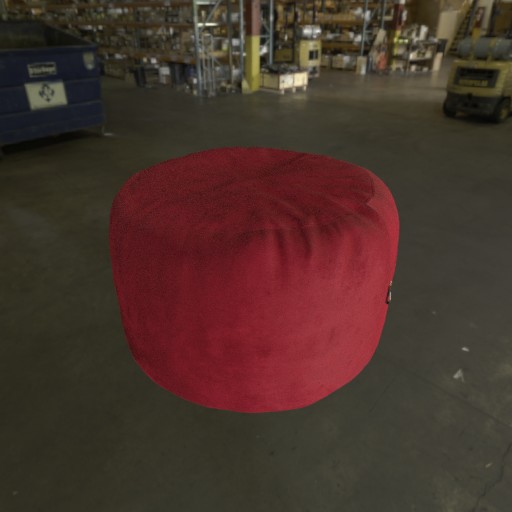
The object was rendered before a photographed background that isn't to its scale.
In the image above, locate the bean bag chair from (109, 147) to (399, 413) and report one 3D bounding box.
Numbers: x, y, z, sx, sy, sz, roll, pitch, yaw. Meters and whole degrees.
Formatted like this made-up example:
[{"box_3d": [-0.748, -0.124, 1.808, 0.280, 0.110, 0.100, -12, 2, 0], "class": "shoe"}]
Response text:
[{"box_3d": [0.000, 0.000, 1.978, 1.219, 0.762, 1.219, 0, 28, 0], "class": "bean bag chair"}]
